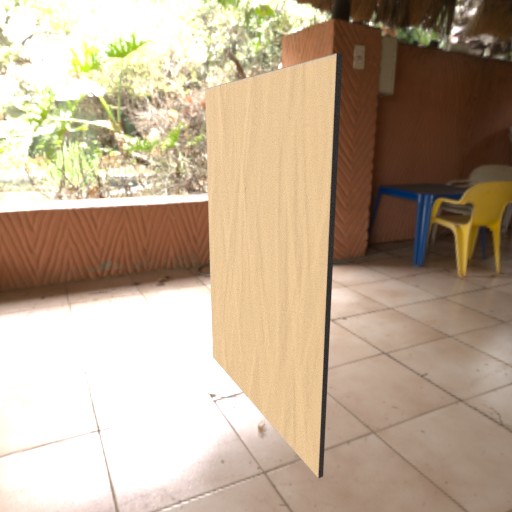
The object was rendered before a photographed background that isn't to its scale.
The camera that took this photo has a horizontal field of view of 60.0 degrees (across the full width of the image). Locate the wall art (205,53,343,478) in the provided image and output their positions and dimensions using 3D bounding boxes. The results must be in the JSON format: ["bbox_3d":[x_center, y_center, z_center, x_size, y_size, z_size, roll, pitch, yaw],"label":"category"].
[{"bbox_3d":[0.000,0.000,1.470,0.016,1.116,0.810,-7,17,-26],"label":"wall art"}]
